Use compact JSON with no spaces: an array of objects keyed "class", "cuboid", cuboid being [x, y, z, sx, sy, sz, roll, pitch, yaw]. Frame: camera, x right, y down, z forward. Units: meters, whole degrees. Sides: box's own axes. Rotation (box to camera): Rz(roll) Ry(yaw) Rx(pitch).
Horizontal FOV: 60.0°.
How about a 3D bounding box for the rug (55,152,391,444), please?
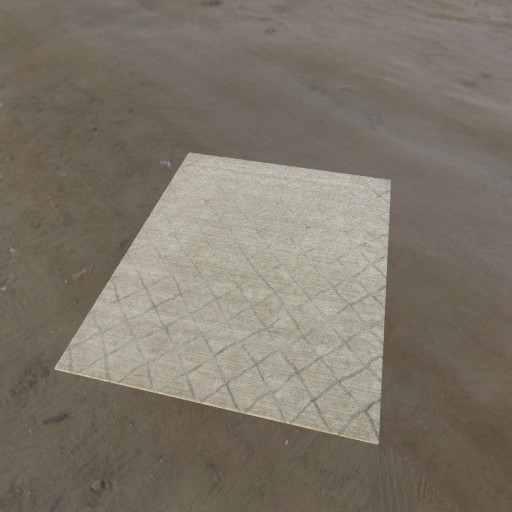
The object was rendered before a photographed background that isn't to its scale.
[{"class":"rug","cuboid":[0.000,0.000,4.197,2.420,0.019,3.038,10,47,9]}]
